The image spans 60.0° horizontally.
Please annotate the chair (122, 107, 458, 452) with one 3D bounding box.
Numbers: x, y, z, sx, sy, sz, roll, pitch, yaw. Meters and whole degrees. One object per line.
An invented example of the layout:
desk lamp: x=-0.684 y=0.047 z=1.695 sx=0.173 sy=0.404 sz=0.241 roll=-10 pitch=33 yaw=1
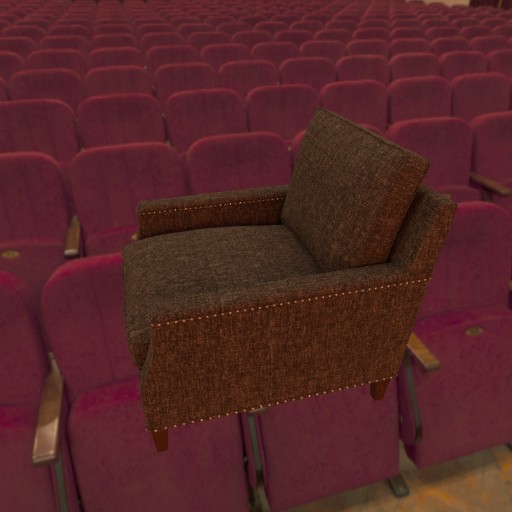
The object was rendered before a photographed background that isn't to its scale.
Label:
chair: x=0.000 y=0.000 z=1.699 sx=1.014 sy=0.943 sz=0.853 roll=-8 pitch=31 yaw=-14
